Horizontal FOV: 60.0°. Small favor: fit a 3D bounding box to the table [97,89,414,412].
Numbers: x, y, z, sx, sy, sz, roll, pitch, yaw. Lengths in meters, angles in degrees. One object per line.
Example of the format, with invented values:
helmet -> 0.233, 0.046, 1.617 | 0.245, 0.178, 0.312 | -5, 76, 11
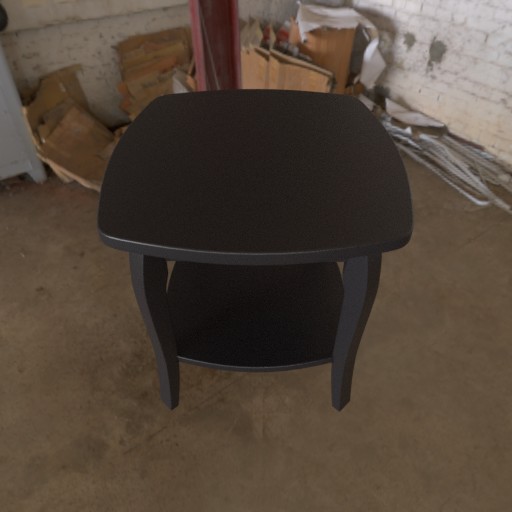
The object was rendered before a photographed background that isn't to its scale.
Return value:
table -> 0.000, 0.000, 0.859 | 0.457, 0.457, 0.508 | 0, 42, 0
